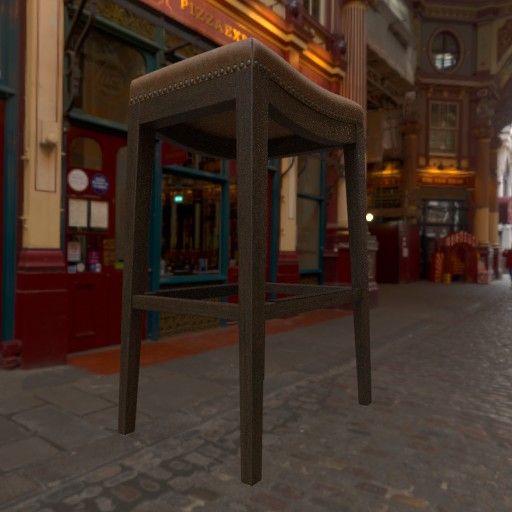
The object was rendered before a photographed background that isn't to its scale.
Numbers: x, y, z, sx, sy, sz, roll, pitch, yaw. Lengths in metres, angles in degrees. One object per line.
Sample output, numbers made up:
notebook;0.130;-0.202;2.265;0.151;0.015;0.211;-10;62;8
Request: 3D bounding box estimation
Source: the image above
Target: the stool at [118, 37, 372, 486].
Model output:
stool;0.000;0.000;1.029;0.361;0.759;0.500;0;1;37
